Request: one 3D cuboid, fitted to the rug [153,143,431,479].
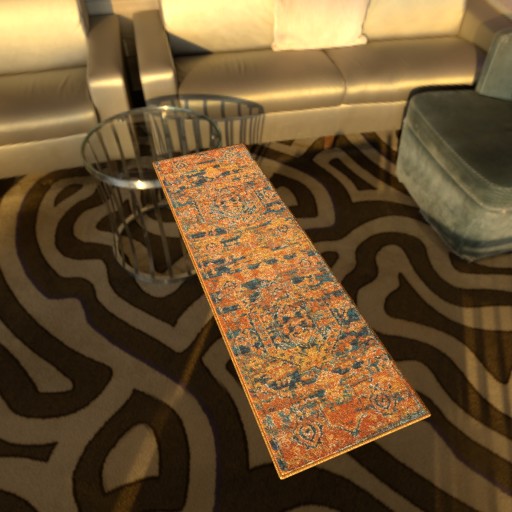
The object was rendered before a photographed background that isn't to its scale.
[{"bbox_3d":[0.000,0.000,2.009,0.556,0.013,1.820,-16,48,-15],"label":"rug"}]
